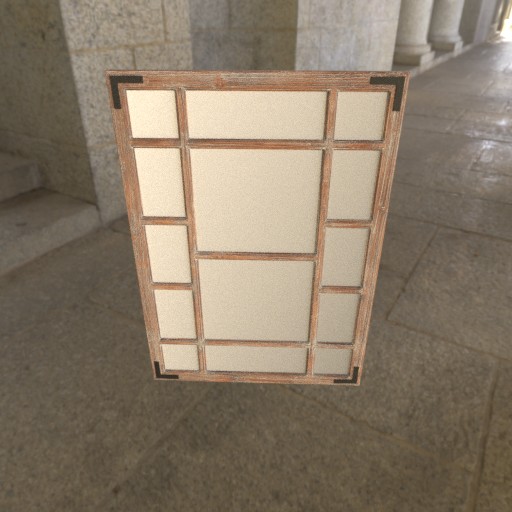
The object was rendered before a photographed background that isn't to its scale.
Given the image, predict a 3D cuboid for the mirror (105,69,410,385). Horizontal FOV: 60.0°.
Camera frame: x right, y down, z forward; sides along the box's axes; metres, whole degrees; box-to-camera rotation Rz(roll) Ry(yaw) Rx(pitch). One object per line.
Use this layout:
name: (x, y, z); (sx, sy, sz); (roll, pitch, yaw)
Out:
mirror: (0.000, 0.000, 1.279); (0.705, 0.996, 0.025); (1, 30, 2)
